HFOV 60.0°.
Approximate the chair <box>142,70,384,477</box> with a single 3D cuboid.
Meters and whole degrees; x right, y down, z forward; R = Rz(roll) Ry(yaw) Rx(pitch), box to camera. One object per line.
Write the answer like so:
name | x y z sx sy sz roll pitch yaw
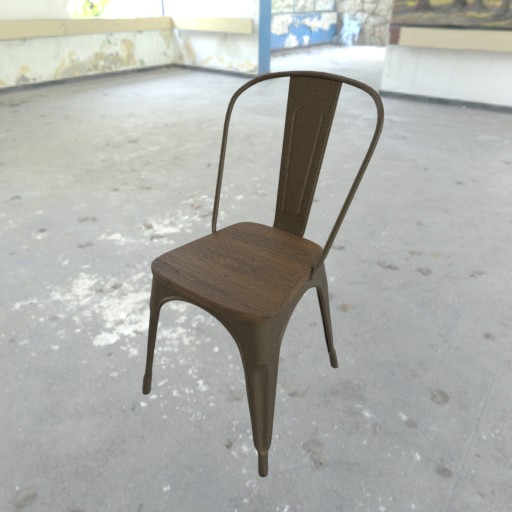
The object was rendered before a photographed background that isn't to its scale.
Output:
chair | 0.000 0.000 1.160 0.451 0.844 0.532 21 36 31
